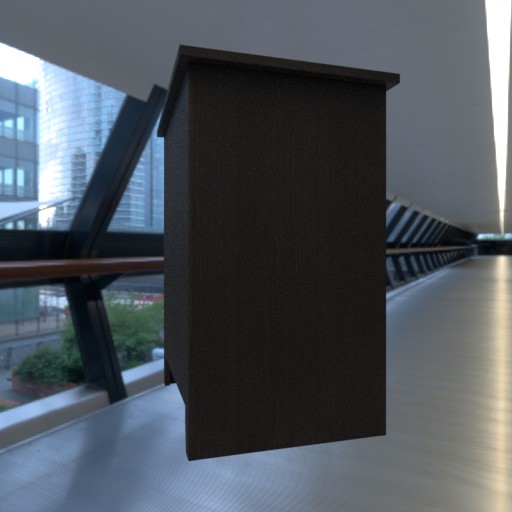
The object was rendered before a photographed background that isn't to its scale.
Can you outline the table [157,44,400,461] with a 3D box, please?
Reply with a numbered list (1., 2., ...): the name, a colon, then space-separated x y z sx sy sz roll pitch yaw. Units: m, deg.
1. table: 0.000 0.000 0.947 0.381 0.635 0.480 0 0 -17
